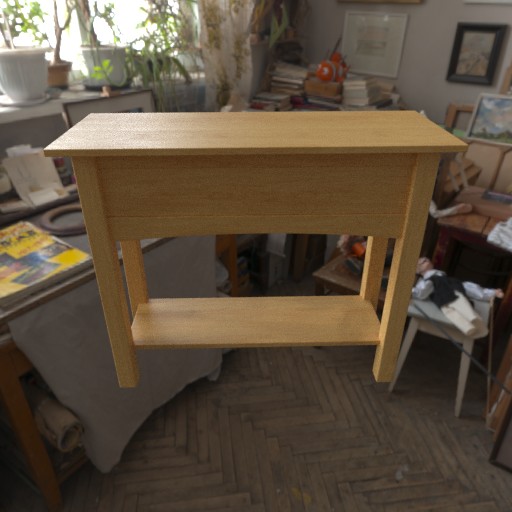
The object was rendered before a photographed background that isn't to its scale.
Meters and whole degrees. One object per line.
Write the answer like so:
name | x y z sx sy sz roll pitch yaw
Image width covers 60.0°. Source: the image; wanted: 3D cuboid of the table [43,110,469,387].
table | 0.000 0.000 1.263 0.900 0.728 0.340 -1 30 -1
